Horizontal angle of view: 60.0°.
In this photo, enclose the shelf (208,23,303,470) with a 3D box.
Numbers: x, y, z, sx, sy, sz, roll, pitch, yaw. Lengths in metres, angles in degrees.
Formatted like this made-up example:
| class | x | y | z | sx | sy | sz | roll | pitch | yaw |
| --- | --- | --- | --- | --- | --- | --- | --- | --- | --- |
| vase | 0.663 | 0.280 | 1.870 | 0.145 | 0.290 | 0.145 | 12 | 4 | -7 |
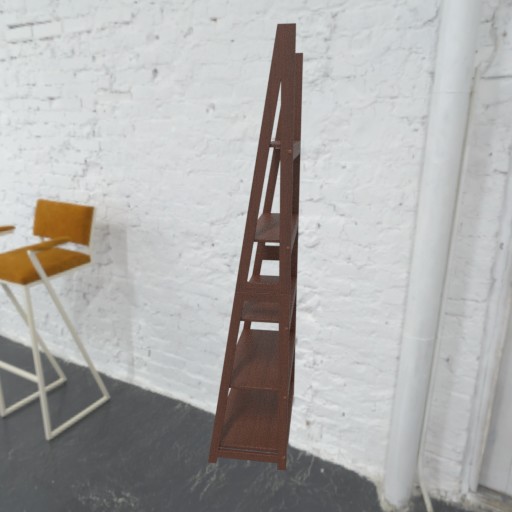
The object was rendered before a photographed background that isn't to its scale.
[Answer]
| class | x | y | z | sx | sy | sz | roll | pitch | yaw |
| --- | --- | --- | --- | --- | --- | --- | --- | --- | --- |
| shelf | 0.000 | 0.000 | 2.004 | 0.350 | 1.770 | 0.600 | 2 | 16 | 8 |
